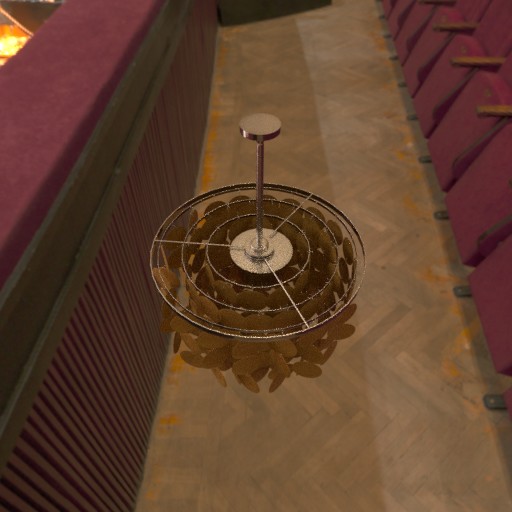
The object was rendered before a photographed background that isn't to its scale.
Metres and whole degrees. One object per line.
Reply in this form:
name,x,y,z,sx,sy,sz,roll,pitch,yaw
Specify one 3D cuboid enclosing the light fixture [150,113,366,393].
light fixture,0.000,0.000,0.748,0.368,0.492,0.368,0,46,0
